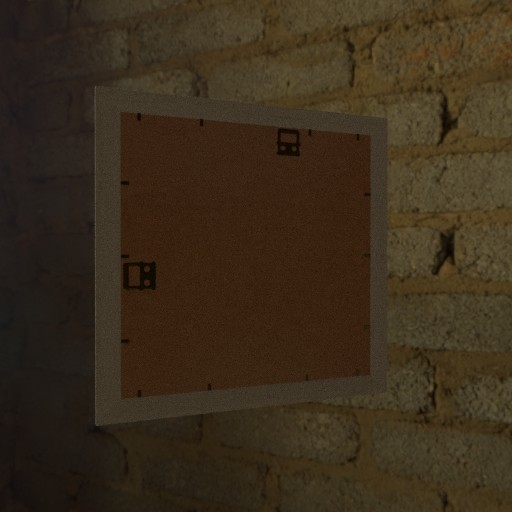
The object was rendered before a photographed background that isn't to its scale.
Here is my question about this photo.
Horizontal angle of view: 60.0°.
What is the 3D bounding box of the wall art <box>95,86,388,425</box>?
[{"bbox_3d":[0.000,0.000,0.858,0.584,0.584,0.013,0,0,-18],"label":"wall art"}]
